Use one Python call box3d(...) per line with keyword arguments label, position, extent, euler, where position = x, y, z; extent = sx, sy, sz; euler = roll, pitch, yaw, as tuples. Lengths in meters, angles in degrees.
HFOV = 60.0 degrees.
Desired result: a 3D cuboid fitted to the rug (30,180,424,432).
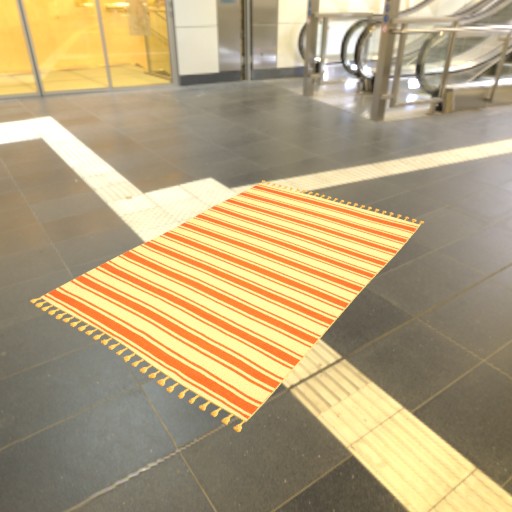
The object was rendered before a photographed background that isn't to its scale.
box3d(label="rug", position=(0.000, 0.000, 3.065), extent=(1.556, 0.022, 2.433), euler=(20, 36, 30))
